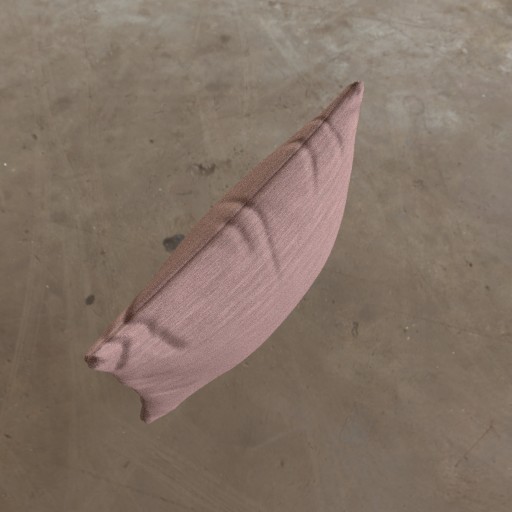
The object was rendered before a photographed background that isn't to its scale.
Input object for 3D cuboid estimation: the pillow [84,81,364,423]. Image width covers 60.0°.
[{"bbox_3d":[0.000,0.000,0.777,0.210,0.338,0.633,33,64,18],"label":"pillow"}]
